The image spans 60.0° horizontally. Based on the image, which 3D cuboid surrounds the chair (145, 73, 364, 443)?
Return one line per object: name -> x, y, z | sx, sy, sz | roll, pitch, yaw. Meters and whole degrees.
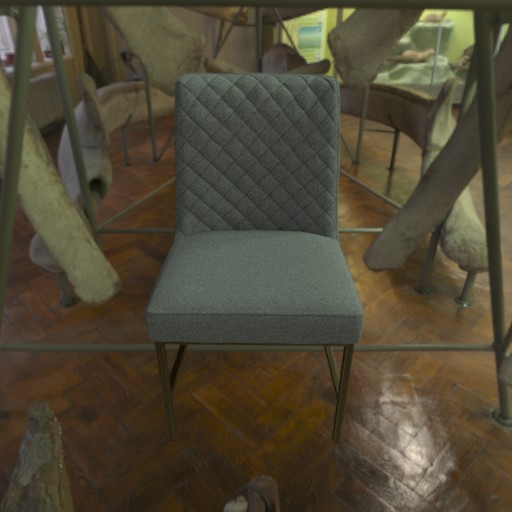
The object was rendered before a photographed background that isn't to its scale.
chair -> 0.000, 0.000, 1.250 | 0.508, 0.889, 0.587 | 1, 30, 1
